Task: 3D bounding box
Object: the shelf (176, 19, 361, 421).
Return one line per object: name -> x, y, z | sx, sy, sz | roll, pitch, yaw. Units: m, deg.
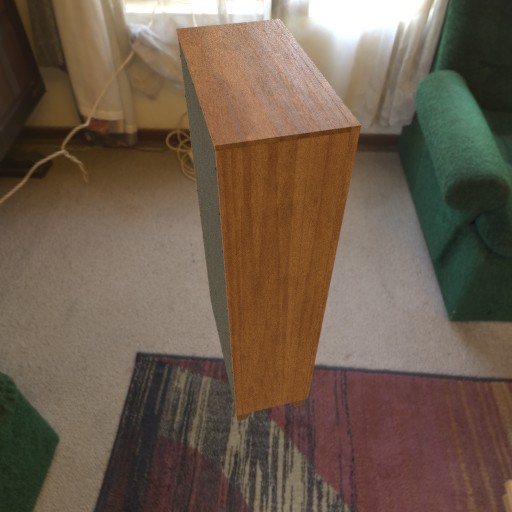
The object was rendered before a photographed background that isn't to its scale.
shelf -> 0.000, 0.000, 2.261 | 0.453, 1.930, 0.864 | -10, 48, -9
